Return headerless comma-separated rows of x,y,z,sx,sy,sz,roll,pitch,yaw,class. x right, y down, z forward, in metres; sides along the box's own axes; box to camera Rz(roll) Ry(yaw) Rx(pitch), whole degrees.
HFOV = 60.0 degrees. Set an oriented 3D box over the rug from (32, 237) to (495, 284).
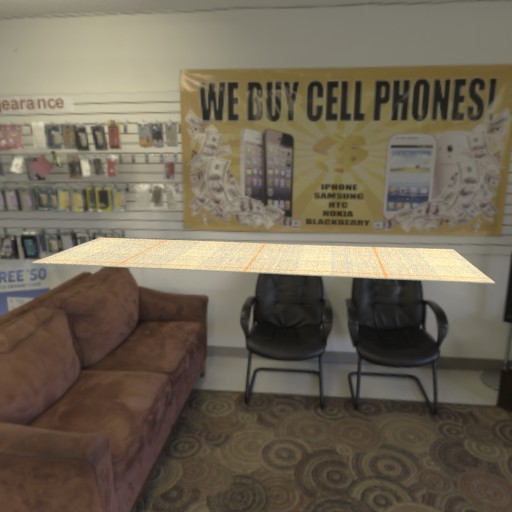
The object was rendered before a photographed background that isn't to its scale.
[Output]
0.000,0.000,2.674,2.442,0.016,0.770,2,13,9,rug
